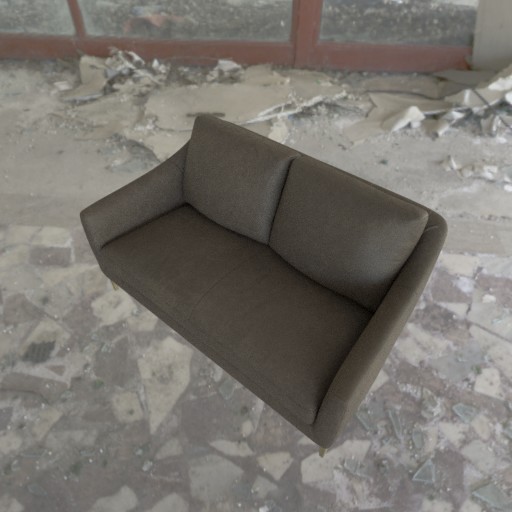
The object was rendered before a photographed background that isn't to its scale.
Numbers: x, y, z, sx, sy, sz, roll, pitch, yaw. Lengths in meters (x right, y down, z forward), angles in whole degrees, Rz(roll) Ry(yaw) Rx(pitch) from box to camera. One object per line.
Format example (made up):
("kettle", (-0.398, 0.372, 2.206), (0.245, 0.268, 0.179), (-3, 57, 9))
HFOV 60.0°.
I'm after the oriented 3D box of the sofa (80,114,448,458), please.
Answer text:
("sofa", (0.000, 0.000, 2.231), (1.619, 0.902, 0.960), (31, 52, 28))
